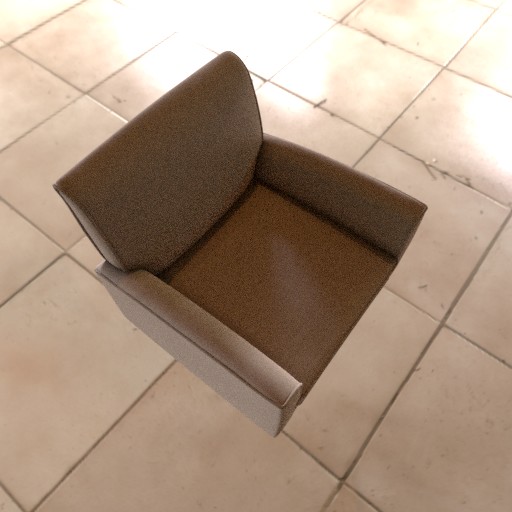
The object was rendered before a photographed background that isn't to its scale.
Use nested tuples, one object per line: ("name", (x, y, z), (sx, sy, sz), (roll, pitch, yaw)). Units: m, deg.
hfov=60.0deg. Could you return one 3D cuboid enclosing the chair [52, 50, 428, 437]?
("chair", (0.000, 0.000, 1.559), (0.820, 0.915, 0.820), (34, 65, 18))
